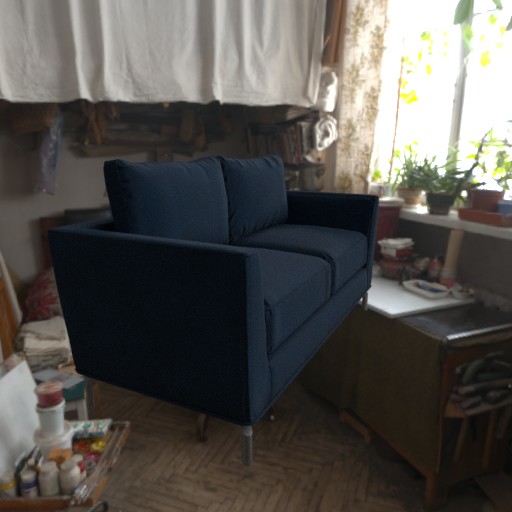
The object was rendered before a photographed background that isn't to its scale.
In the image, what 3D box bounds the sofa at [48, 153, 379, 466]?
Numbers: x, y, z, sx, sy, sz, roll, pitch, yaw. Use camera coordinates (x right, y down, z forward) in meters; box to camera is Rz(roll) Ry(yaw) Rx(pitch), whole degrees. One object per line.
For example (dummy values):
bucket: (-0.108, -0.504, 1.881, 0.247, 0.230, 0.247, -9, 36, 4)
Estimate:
sofa: (0.000, 0.000, 2.265, 0.853, 1.002, 1.770, 7, 16, 26)
